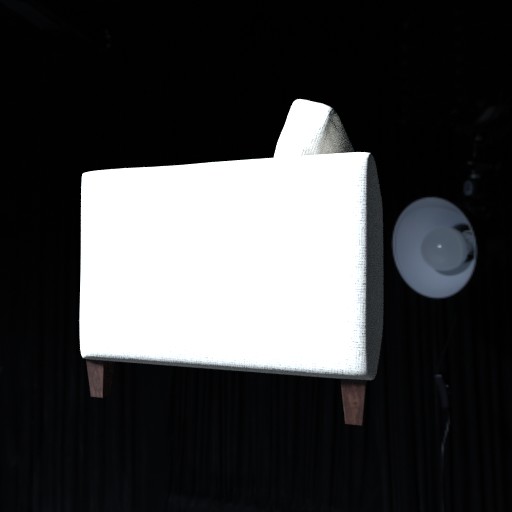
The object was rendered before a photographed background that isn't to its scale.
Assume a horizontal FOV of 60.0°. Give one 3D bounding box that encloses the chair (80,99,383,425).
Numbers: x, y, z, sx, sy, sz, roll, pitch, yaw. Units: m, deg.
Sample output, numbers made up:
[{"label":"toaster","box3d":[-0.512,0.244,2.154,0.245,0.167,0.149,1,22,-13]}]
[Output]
[{"label":"chair","box3d":[0.000,0.000,1.753,0.959,0.919,0.996,0,-1,17]}]
